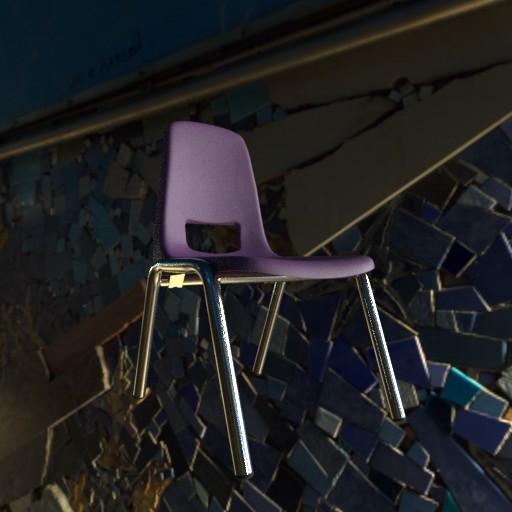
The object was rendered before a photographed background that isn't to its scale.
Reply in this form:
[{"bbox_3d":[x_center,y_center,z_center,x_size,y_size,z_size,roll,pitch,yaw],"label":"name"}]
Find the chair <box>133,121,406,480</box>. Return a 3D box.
[{"bbox_3d":[0.000,0.000,0.837,0.356,0.584,0.419,0,0,-37],"label":"chair"}]
